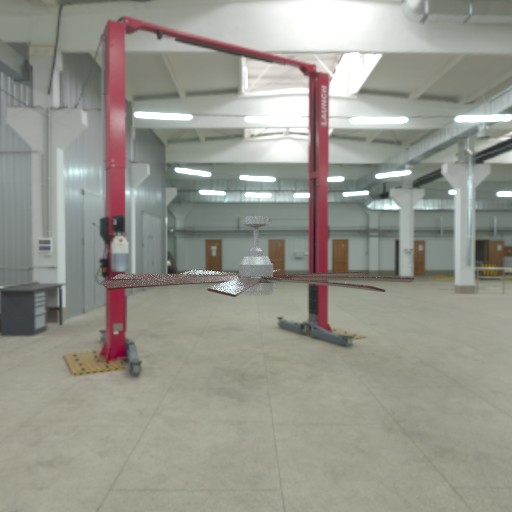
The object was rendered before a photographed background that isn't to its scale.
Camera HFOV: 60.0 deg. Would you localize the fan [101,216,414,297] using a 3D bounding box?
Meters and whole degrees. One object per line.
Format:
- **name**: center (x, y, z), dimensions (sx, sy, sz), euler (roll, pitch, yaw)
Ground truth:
- **fan**: center (0.000, 0.000, 2.698), dimensions (1.830, 0.472, 1.830), euler (-1, 1, -36)
